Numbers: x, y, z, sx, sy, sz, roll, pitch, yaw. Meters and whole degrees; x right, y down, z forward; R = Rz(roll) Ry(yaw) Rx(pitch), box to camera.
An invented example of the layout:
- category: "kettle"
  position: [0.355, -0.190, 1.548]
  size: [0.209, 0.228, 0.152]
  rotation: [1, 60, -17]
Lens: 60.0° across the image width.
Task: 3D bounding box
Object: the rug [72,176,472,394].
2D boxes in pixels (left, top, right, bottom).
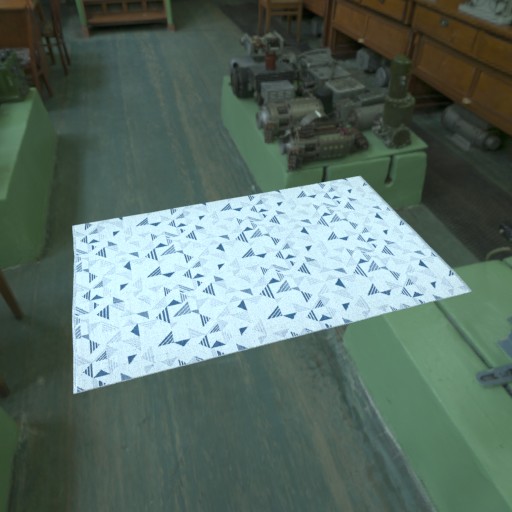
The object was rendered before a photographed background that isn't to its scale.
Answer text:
- category: "rug"
  position: [0.000, 0.000, 3.108]
  size: [2.457, 0.009, 1.512]
  rotation: [-12, 42, -13]
